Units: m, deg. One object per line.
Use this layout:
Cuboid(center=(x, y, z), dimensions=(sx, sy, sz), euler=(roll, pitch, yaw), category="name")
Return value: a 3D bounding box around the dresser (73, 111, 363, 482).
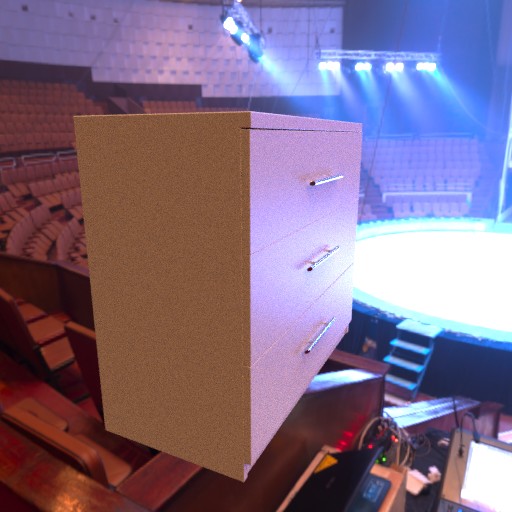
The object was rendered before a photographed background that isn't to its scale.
Cuboid(center=(0.000, 0.000, 1.267), dimensions=(0.420, 0.740, 0.830), euler=(7, 17, 25), category="dresser")
